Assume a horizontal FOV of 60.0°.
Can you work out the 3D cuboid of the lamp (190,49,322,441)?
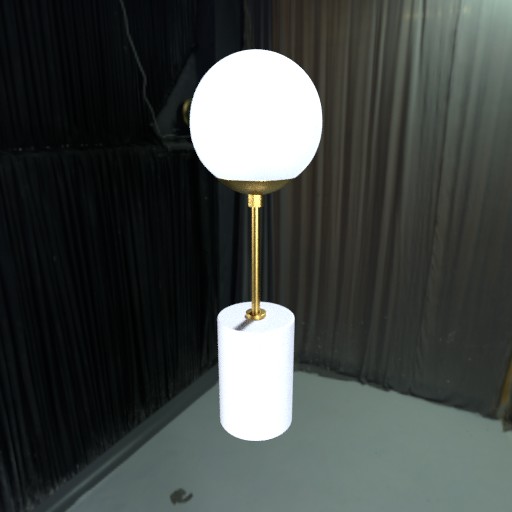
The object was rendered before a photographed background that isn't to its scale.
[{"bbox_3d":[0.000,0.000,0.564,0.153,0.480,0.153,0,16,0],"label":"lamp"}]
